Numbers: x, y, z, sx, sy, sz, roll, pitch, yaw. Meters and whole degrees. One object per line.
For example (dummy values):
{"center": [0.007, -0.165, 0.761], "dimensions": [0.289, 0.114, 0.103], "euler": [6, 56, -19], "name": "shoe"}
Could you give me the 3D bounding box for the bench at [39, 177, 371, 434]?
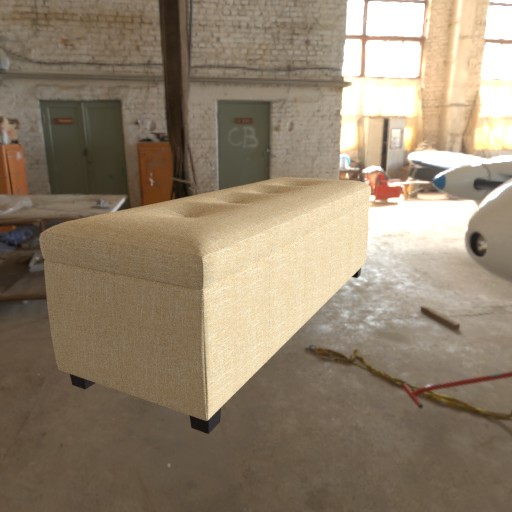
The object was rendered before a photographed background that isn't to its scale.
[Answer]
{"center": [0.000, 0.000, 1.415], "dimensions": [0.432, 0.406, 1.219], "euler": [8, 17, 26], "name": "bench"}
